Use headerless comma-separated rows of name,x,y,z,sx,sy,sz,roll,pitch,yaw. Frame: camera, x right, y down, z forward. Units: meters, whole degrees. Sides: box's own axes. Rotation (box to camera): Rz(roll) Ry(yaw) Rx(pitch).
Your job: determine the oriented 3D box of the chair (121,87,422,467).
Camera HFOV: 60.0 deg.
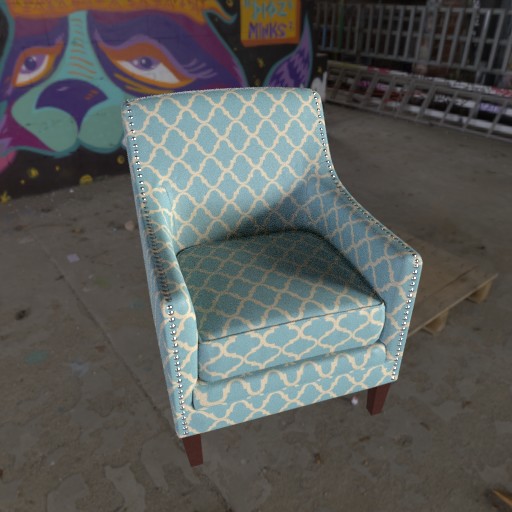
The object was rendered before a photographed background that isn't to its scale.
chair,0.000,0.000,1.290,0.617,0.817,0.686,-9,32,-15
